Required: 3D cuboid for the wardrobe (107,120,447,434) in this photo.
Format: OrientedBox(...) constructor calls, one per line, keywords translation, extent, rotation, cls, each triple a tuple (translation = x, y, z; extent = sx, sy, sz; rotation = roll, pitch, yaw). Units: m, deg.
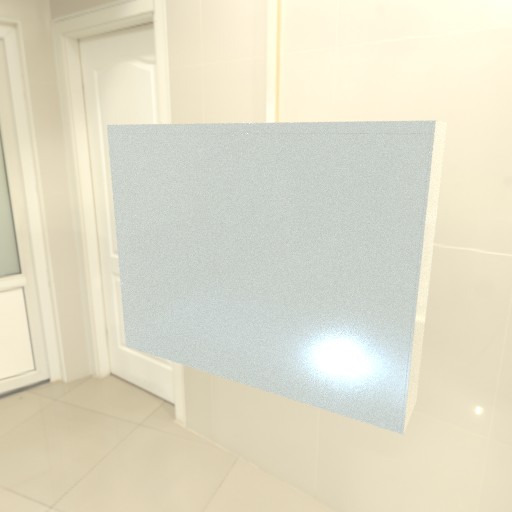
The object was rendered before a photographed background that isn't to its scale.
OrientedBox(translation=(0.000, 0.000, 4.127), extent=(3.000, 2.360, 0.580), rotation=(9, 18, 29), cls="wardrobe")
